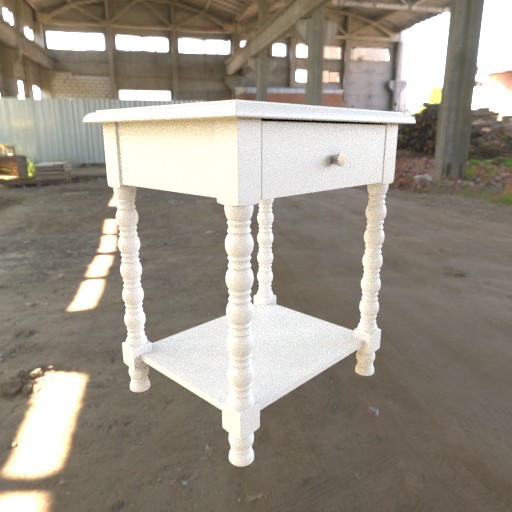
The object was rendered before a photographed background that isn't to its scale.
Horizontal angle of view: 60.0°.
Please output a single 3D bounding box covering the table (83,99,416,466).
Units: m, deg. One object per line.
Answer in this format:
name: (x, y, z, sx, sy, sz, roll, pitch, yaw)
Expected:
table: (0.000, 0.000, 0.855, 0.381, 0.531, 0.460, 14, 21, 42)
